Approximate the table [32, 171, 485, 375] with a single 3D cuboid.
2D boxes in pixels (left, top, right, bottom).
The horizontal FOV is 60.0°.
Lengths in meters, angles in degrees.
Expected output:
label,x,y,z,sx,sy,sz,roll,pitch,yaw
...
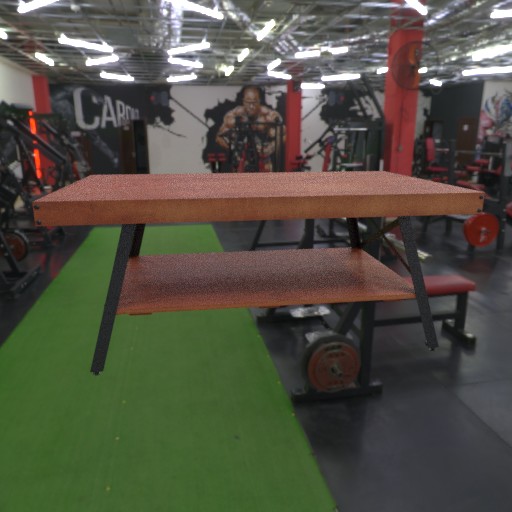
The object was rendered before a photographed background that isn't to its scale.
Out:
label,x,y,z,sx,sy,sz,roll,pitch,yaw
table,0.000,0.000,1.384,1.067,0.457,0.610,-2,16,-8
